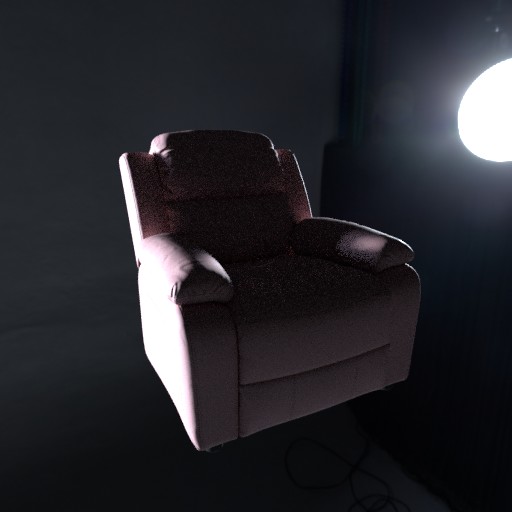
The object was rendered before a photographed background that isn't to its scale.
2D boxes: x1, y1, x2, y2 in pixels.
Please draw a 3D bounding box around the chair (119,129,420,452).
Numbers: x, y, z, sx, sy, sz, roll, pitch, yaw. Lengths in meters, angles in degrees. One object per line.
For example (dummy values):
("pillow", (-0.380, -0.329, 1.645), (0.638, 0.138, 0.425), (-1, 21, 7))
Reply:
("chair", (0.000, 0.000, 1.277), (0.680, 0.702, 0.709), (-8, 18, -27))
